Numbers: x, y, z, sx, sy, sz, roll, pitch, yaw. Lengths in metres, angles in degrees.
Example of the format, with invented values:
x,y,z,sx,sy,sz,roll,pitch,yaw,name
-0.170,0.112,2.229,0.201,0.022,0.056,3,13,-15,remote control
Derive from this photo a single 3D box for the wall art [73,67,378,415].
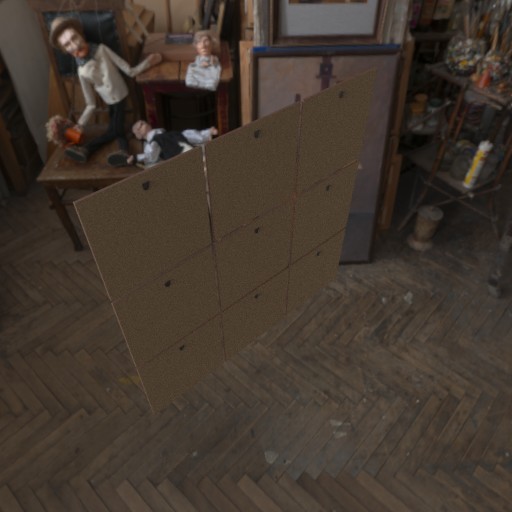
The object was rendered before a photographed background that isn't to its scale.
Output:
x,y,z,sx,sy,sz,roll,pitch,yaw,name
0.000,0.000,2.305,1.533,1.532,0.019,-32,54,-27,wall art
